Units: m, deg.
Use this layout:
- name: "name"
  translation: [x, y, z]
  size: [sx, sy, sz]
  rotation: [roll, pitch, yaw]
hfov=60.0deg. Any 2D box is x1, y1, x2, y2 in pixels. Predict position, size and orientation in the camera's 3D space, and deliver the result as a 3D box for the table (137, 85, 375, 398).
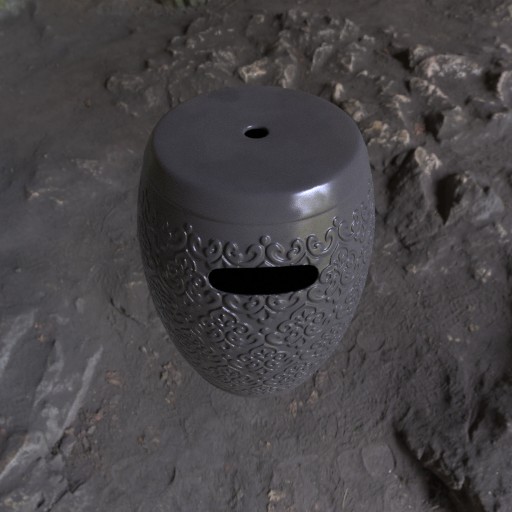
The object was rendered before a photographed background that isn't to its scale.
- name: "table"
  translation: [0.000, 0.000, 0.629]
  size: [0.309, 0.397, 0.309]
  rotation: [0, 46, 0]
